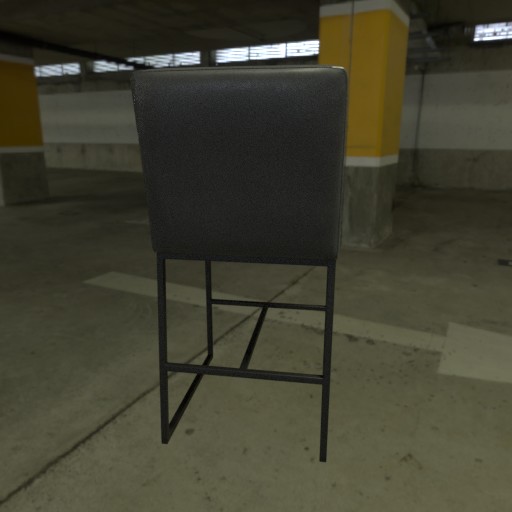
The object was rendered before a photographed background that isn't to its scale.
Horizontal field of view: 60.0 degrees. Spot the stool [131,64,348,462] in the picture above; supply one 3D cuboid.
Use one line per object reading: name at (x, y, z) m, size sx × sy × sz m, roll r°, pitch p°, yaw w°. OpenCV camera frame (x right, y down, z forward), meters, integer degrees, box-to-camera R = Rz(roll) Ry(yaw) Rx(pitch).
stool at (0.000, 0.000, 1.255) m, size 0.457 × 0.938 × 0.552 m, roll 3°, pitch 16°, yaw 9°
